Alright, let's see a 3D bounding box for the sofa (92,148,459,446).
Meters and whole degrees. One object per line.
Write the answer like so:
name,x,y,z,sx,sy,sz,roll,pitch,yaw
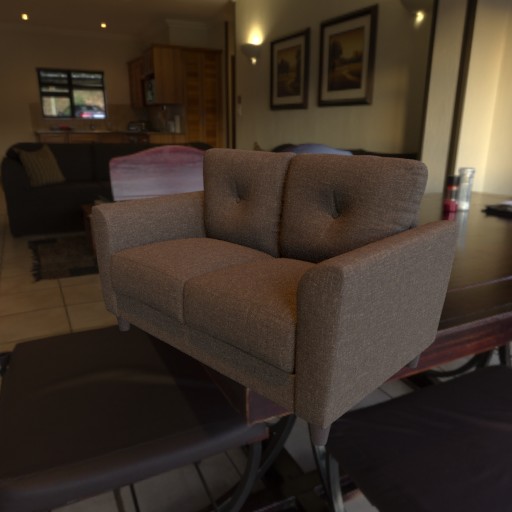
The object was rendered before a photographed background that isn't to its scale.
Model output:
sofa,0.000,0.000,1.970,1.423,0.885,0.851,15,22,42
